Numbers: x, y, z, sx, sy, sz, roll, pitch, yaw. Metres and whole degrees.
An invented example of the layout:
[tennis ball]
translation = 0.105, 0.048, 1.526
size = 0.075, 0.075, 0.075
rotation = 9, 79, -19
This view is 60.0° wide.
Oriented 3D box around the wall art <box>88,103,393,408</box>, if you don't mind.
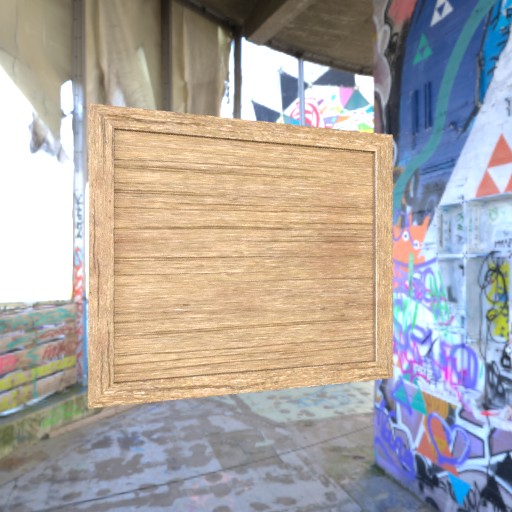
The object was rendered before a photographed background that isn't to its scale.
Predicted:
[wall art]
translation = 0.000, 0.000, 0.975
size = 0.690, 0.588, 0.026
rotation = 0, 0, -18
